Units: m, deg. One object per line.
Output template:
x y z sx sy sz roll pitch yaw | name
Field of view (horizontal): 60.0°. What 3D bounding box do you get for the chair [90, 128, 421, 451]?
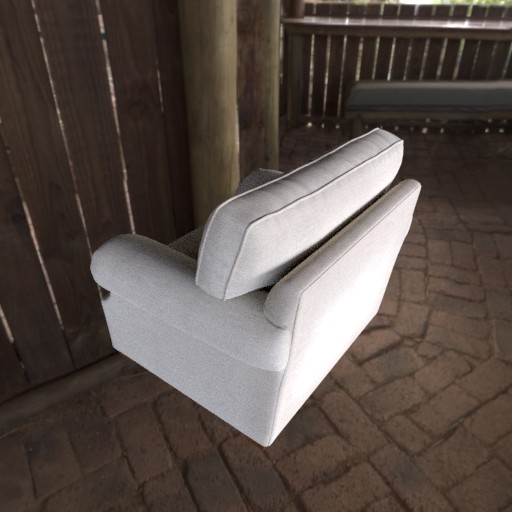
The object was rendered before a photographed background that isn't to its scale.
0.000 0.000 1.842 0.965 0.961 1.092 22 38 30 | chair
